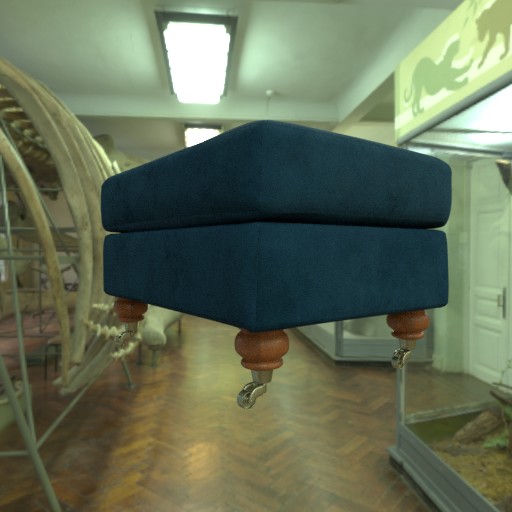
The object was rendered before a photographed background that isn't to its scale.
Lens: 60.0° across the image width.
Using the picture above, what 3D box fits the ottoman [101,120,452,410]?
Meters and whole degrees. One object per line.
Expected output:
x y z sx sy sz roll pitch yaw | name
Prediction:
0.000 0.000 1.127 0.572 0.503 0.773 -1 1 -37 | ottoman
